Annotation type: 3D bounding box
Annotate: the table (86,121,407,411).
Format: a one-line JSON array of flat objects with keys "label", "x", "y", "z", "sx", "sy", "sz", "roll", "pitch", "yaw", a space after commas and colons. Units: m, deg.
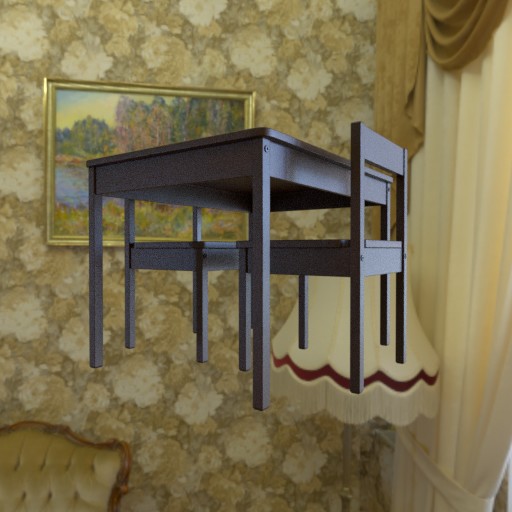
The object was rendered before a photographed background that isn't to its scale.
[{"label": "table", "x": 0.000, "y": 0.000, "z": 1.121, "sx": 0.672, "sy": 0.503, "sz": 0.650, "roll": 1, "pitch": 1, "yaw": 35}]
